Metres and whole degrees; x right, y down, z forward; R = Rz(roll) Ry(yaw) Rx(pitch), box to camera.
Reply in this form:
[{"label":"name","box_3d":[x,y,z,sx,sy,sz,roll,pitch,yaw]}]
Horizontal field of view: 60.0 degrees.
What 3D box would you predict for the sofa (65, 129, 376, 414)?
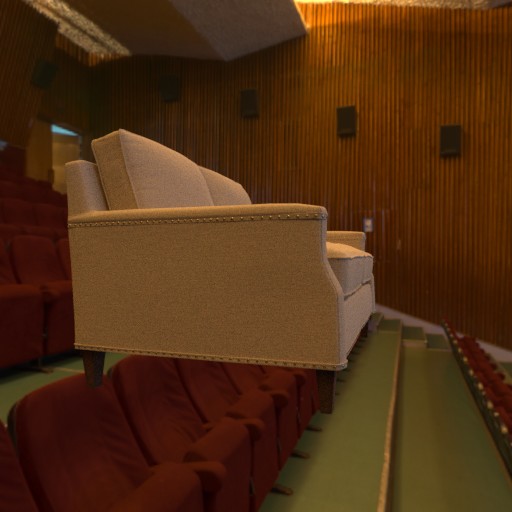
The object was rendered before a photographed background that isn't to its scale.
[{"label":"sofa","box_3d":[0.000,0.000,2.239,1.084,1.003,1.597,0,-1,18]}]
